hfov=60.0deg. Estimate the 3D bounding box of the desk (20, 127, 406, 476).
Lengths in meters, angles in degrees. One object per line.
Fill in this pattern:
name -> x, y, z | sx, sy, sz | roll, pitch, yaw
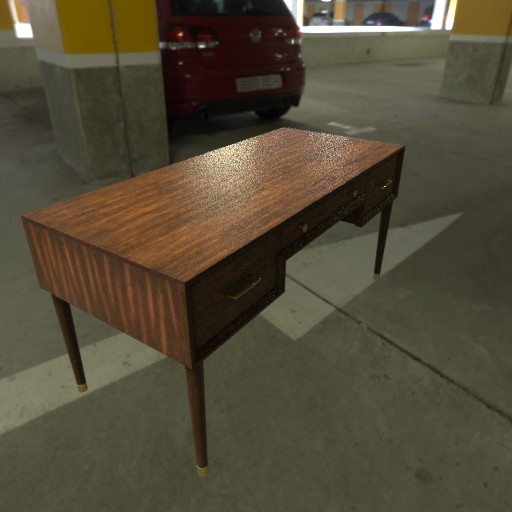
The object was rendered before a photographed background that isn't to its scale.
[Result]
desk -> 0.000, 0.000, 1.973 | 0.724, 0.762, 1.575 | 18, 33, 30
